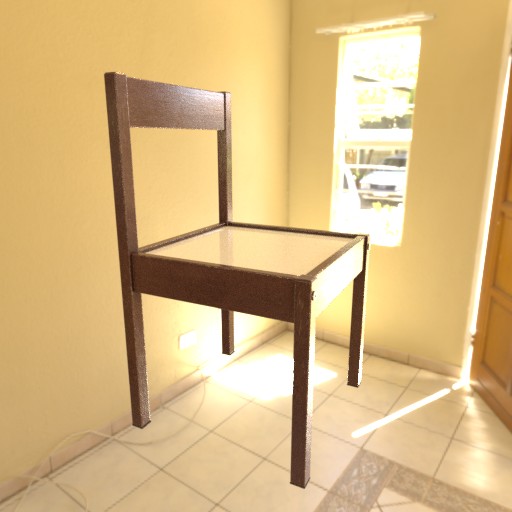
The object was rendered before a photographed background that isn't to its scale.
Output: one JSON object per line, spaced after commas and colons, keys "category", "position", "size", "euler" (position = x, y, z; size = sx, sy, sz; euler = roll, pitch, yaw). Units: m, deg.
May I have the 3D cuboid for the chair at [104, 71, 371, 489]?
{"category": "chair", "position": [0.000, 0.000, 0.676], "size": [0.285, 0.505, 0.285], "euler": [7, 17, 26]}
